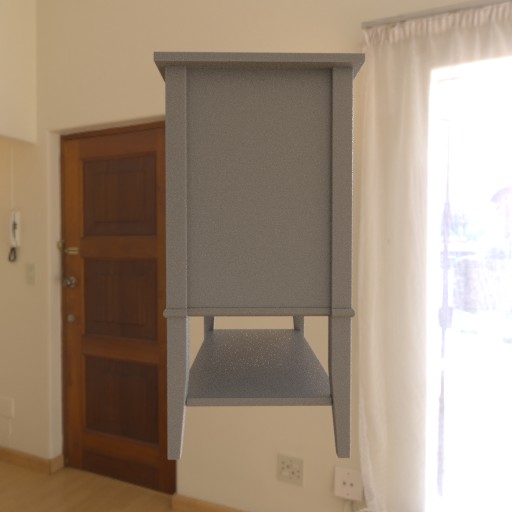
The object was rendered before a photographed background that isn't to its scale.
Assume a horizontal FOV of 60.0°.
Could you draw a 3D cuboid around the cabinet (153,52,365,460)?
[{"bbox_3d":[0.000,0.000,1.236,0.396,0.780,0.801,0,1,-1],"label":"cabinet"}]
